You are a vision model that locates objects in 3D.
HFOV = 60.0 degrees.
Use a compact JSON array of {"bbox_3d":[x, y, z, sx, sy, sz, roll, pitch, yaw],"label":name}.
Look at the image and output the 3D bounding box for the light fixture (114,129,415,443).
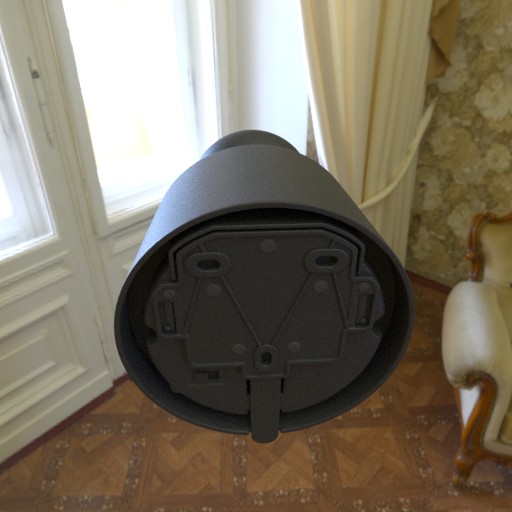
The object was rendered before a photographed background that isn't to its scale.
[{"bbox_3d":[0.000,0.000,0.269,0.134,0.143,0.160,-2,31,-3],"label":"light fixture"}]
